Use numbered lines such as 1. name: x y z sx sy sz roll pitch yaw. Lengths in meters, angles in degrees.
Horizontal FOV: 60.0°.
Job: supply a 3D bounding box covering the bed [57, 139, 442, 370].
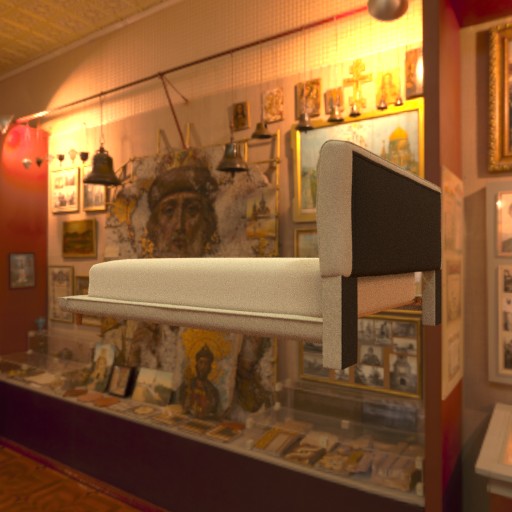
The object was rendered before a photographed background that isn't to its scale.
1. bed: 0.000 0.000 3.388 2.368 1.067 1.840 0 0 36
